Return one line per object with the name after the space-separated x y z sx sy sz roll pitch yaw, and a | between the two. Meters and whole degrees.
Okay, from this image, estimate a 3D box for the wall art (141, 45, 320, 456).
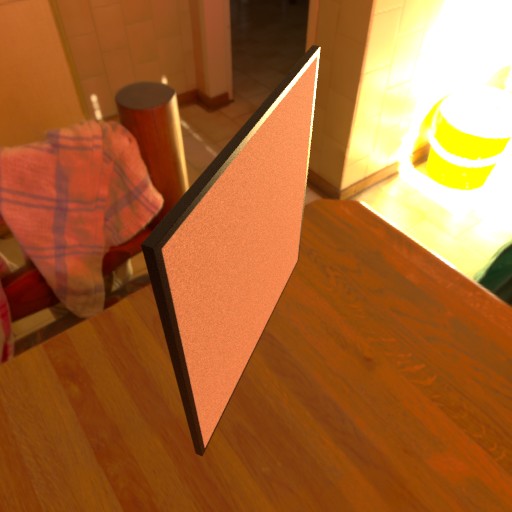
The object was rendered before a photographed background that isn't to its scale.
0.000 0.000 0.672 0.012 0.458 0.457 17 48 16 | wall art
